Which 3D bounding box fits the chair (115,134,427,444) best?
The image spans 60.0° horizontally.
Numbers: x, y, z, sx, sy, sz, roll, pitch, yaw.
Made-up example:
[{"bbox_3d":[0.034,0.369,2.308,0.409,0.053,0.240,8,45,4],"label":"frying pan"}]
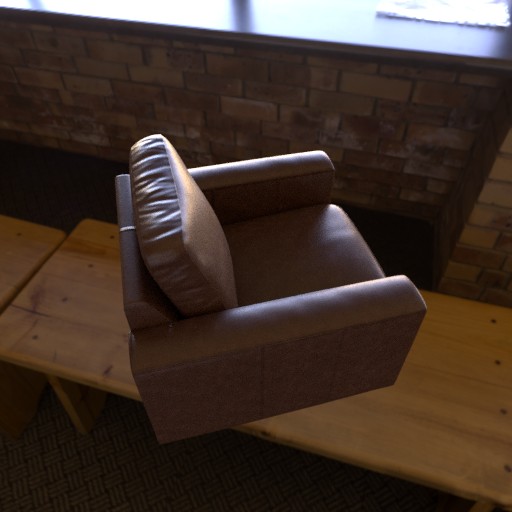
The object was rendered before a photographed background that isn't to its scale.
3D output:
[{"bbox_3d":[0.000,0.000,1.809,1.016,0.873,1.005,-11,47,-10],"label":"chair"}]
